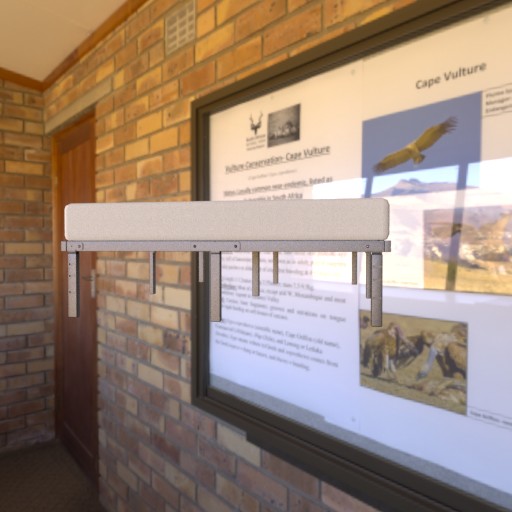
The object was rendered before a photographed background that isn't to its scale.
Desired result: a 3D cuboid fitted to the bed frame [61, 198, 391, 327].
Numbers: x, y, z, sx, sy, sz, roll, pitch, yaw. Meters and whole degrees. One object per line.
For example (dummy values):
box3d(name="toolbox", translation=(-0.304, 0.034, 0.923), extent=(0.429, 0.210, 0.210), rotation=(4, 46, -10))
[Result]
box3d(name="bed frame", translation=(0.000, 0.000, 3.764), extent=(2.205, 0.680, 2.842), rotation=(0, 1, 17))
